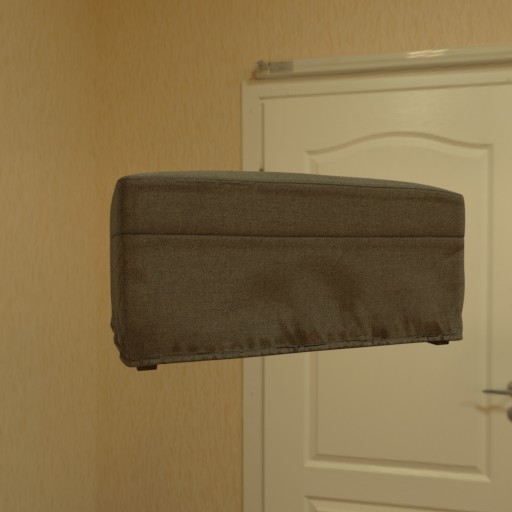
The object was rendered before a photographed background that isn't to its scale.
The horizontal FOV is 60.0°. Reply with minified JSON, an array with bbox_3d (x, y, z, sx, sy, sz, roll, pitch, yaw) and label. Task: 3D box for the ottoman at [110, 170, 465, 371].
[{"bbox_3d":[0.000,0.000,1.344,0.840,0.436,0.843,0,1,-19],"label":"ottoman"}]
